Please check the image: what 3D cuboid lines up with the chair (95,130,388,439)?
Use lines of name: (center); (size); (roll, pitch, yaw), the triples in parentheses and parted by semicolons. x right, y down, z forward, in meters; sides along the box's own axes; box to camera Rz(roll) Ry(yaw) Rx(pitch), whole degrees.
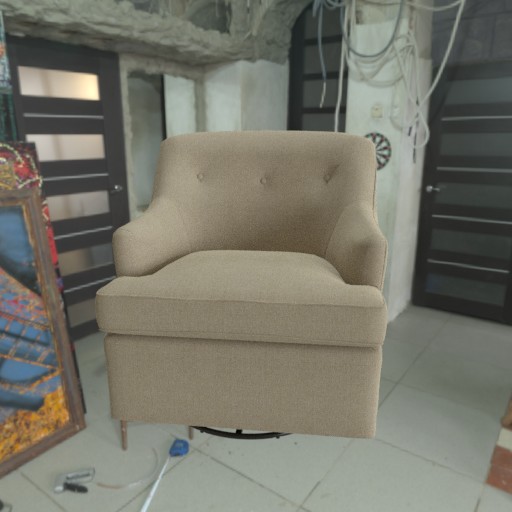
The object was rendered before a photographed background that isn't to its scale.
chair: (0.000, 0.000, 1.558); (0.864, 0.856, 0.923); (2, 15, 7)
